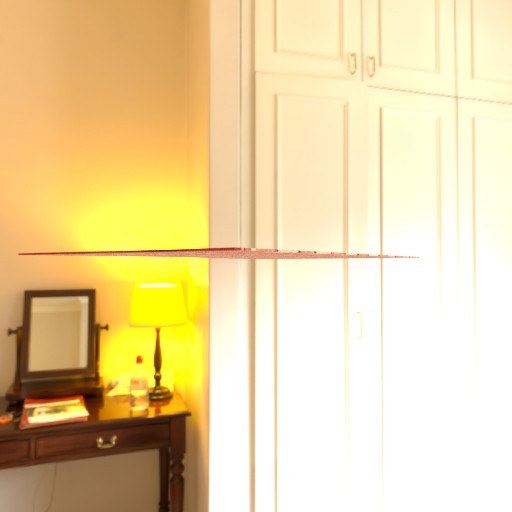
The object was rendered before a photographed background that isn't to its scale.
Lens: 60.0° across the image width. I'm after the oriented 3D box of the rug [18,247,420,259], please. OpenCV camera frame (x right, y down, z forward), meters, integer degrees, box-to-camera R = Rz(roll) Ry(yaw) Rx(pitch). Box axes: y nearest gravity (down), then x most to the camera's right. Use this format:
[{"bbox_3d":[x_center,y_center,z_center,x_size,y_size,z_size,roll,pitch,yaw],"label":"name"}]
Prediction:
[{"bbox_3d":[0.000,0.000,3.016,1.535,0.010,2.431,-1,-1,35],"label":"rug"}]
